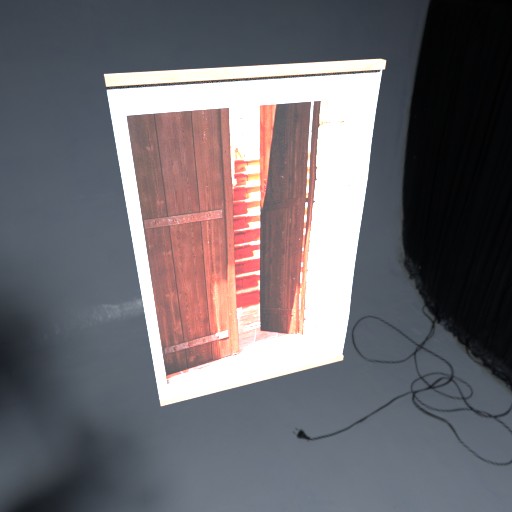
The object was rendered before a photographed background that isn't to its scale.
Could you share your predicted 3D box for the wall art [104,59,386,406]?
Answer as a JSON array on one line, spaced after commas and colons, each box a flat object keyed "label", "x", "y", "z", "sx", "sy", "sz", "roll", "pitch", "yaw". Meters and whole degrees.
[{"label": "wall art", "x": 0.000, "y": 0.000, "z": 0.640, "sx": 0.332, "sy": 0.508, "sz": 0.012, "roll": -10, "pitch": 33, "yaw": -15}]
